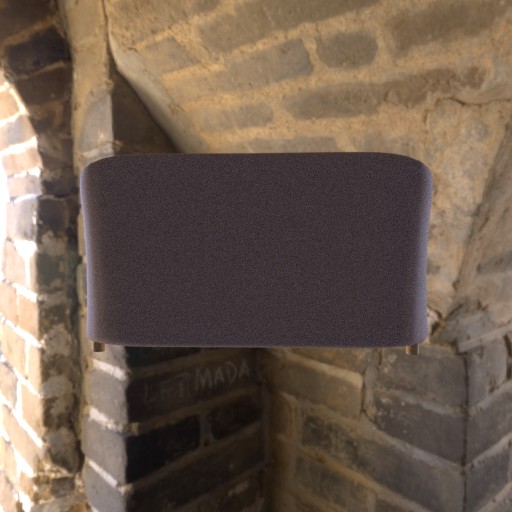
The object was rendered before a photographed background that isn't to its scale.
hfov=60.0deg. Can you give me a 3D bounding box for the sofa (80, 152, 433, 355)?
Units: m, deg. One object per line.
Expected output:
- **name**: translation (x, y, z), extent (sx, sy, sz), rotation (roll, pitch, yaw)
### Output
- **sofa**: translation (0.000, 0.000, 1.859), extent (1.452, 0.721, 0.705), rotation (0, 0, 2)
